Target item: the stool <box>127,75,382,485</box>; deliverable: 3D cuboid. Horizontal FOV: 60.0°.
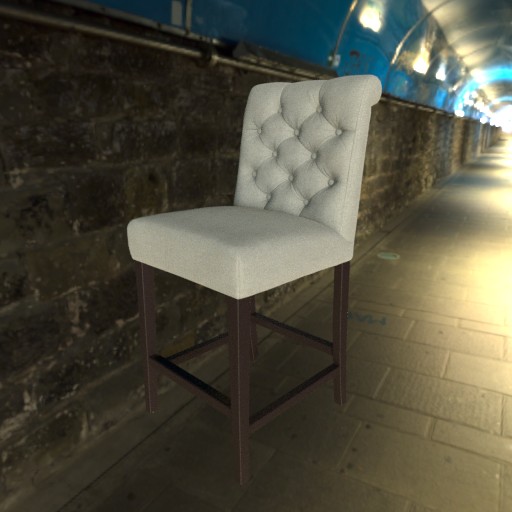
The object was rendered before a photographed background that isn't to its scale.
[{"bbox_3d":[0.000,0.000,1.357,0.493,1.040,0.601,15,22,42],"label":"stool"}]
